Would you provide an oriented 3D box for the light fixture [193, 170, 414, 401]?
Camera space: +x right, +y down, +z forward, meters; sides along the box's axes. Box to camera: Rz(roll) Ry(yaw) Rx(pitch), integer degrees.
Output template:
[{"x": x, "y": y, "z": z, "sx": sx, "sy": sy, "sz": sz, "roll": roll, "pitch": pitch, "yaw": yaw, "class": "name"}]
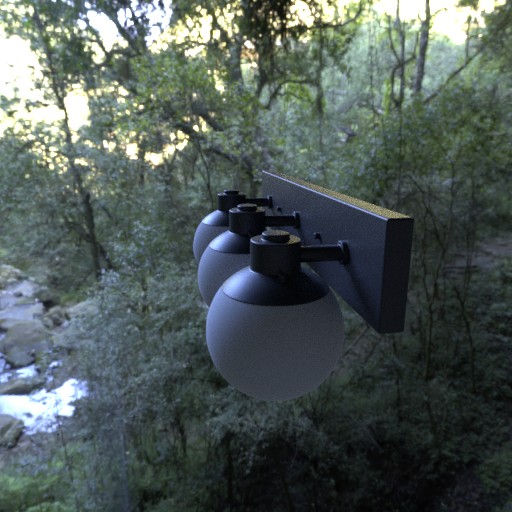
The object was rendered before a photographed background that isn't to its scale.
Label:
[{"x": 0.000, "y": 0.000, "z": 0.828, "sx": 0.218, "sy": 0.263, "sz": 0.721, "roll": -3, "pitch": 15, "yaw": -9, "class": "light fixture"}]
